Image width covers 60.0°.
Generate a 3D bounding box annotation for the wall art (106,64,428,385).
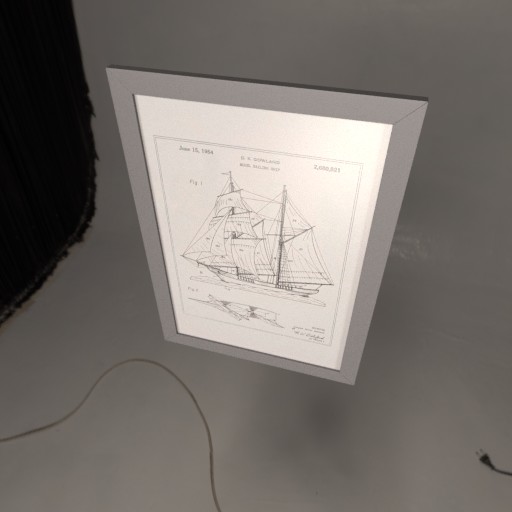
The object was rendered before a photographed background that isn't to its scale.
[{"bbox_3d":[0.000,0.000,0.684,0.380,0.534,0.013,11,43,12],"label":"wall art"}]
